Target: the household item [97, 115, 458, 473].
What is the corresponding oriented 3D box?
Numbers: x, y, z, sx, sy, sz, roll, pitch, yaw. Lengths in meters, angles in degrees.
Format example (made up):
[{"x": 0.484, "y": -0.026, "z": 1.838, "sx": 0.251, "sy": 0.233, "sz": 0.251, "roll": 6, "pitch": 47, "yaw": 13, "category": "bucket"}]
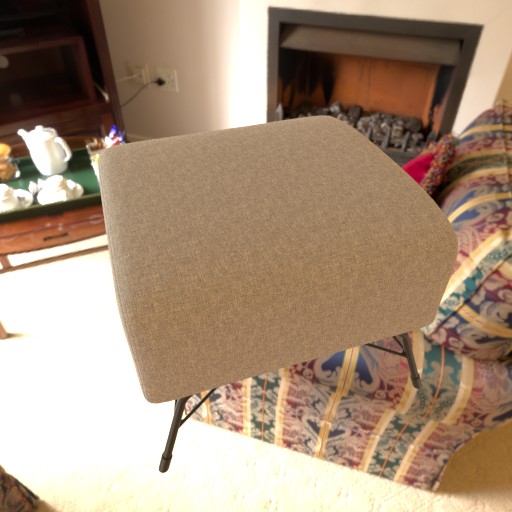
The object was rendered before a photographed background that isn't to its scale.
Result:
[{"x": 0.000, "y": 0.000, "z": 0.880, "sx": 0.530, "sy": 0.410, "sz": 0.530, "roll": -13, "pitch": 42, "yaw": -14, "category": "household item"}]
